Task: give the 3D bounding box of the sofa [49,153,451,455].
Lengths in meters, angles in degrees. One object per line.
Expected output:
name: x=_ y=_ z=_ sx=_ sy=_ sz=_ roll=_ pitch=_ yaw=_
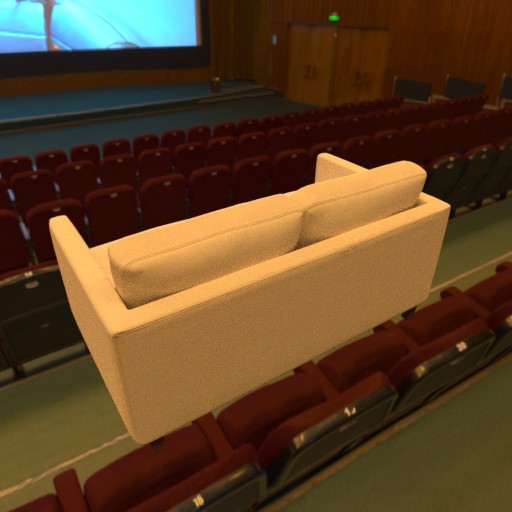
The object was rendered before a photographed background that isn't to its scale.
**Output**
sofa: x=0.000 y=0.000 z=2.215 sx=1.702 sy=0.888 sz=0.964 roll=-19 pitch=37 yaw=-28
